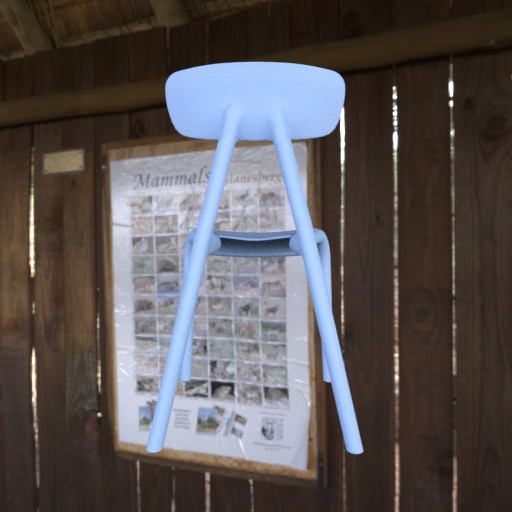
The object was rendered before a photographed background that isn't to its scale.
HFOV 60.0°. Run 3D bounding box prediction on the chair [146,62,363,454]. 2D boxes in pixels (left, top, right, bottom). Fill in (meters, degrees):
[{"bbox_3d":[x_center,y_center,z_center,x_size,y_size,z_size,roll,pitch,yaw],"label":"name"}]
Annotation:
[{"bbox_3d":[0.000,0.000,0.843,0.356,0.580,0.401,0,0,1],"label":"chair"}]
